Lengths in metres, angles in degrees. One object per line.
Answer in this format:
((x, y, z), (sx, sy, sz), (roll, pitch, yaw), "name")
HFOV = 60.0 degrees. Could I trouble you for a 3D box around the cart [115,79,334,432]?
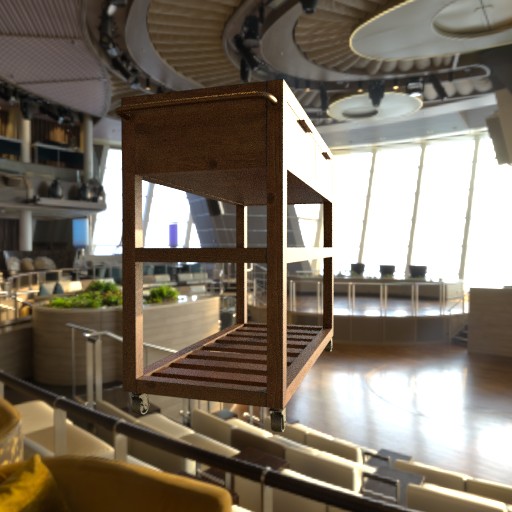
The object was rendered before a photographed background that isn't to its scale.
((0.000, 0.000, 1.520), (0.445, 0.830, 1.065), (0, 1, 17), "cart")
